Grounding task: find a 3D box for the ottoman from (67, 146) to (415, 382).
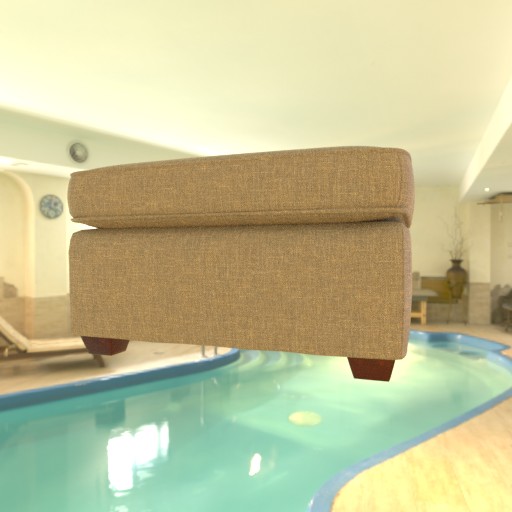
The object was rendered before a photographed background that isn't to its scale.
[{"bbox_3d":[0.000,0.000,1.131,0.762,0.457,0.559,0,0,20],"label":"ottoman"}]
